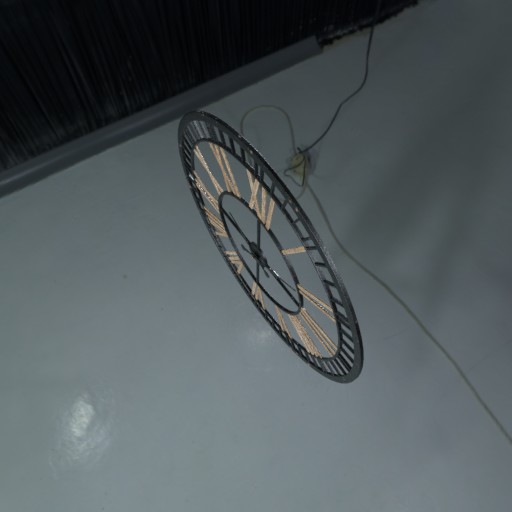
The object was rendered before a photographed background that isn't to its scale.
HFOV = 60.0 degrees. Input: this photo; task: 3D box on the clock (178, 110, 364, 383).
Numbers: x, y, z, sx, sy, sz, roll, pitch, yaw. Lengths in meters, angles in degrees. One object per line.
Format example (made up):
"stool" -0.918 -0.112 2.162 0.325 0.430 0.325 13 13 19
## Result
"clock" 0.000 0.000 1.251 0.025 0.843 0.843 -32 67 -15
